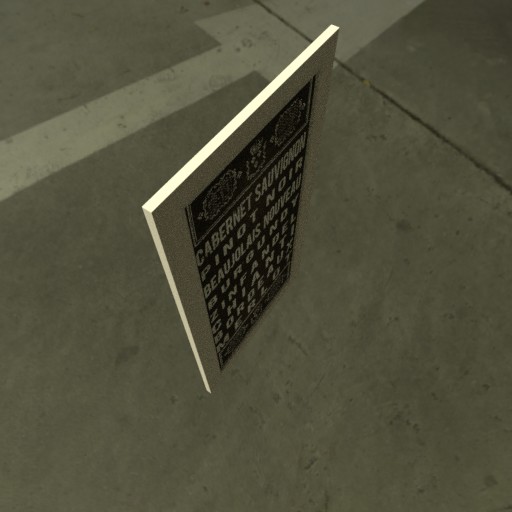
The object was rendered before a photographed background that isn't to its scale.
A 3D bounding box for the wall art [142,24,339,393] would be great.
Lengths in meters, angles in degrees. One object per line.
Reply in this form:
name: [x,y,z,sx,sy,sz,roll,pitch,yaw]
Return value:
wall art: [0.000,0.000,0.810,0.013,0.683,0.380,30,63,17]
